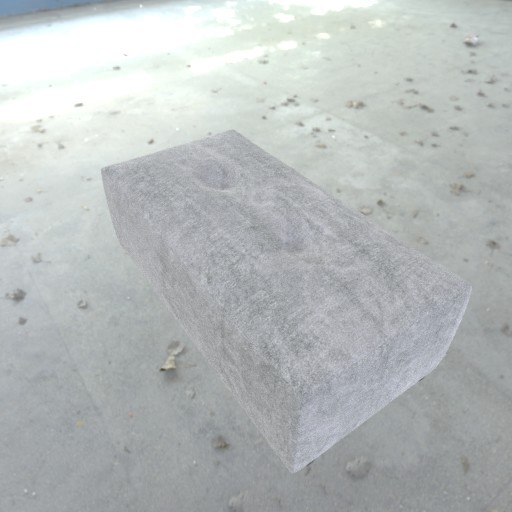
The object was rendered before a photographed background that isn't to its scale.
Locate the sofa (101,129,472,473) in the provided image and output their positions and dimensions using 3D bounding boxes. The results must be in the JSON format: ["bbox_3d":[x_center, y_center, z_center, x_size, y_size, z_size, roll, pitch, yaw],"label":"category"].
[{"bbox_3d":[0.000,0.000,1.171,0.480,0.330,0.930,-24,46,-26],"label":"sofa"}]
